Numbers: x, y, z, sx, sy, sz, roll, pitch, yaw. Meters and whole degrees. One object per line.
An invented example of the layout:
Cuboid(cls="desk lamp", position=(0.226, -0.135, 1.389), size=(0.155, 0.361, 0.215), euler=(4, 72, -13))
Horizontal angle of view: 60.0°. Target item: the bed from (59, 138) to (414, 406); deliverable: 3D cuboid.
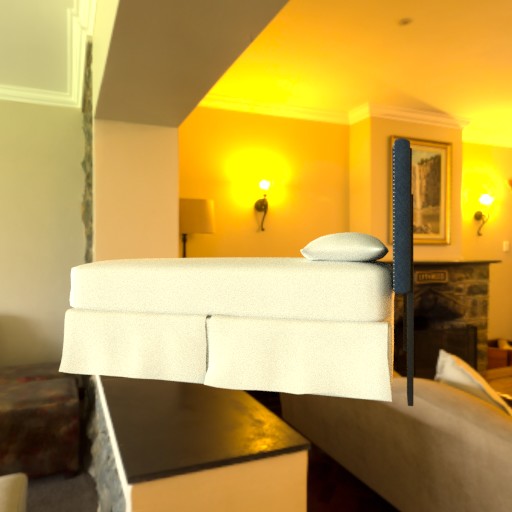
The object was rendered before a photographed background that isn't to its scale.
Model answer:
Cuboid(cls="bed", position=(0.000, 0.000, 3.292), size=(2.153, 1.518, 1.713), euler=(0, 0, 18))
